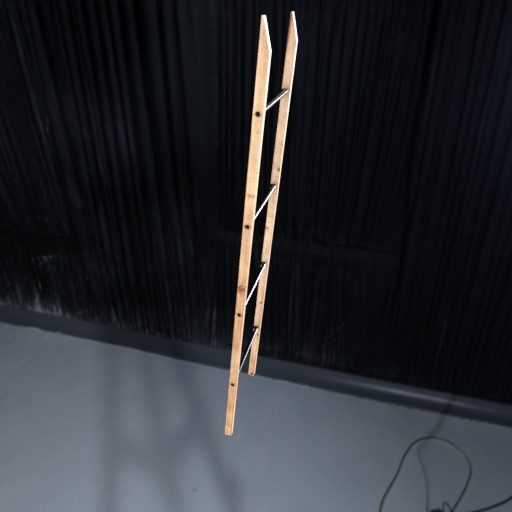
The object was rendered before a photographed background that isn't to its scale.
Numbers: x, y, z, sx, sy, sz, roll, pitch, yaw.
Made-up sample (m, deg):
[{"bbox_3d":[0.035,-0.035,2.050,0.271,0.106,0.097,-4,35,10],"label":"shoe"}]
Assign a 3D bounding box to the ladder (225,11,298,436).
[{"bbox_3d":[0.000,0.000,1.875,0.200,1.805,0.442,8,31,13],"label":"ladder"}]
